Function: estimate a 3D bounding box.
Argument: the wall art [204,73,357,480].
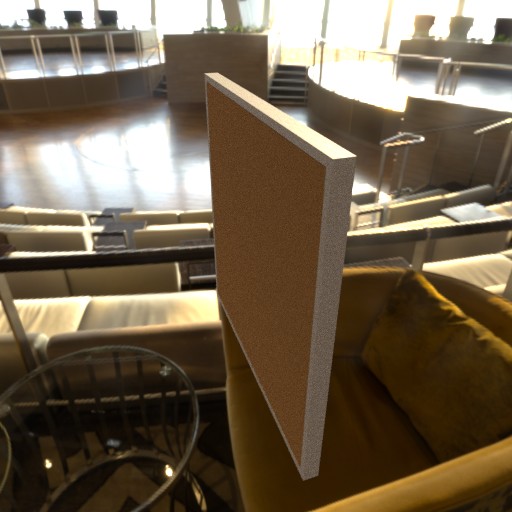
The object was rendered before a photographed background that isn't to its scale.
[{"bbox_3d":[0.000,0.000,1.132,0.038,0.762,0.762,-10,33,-16],"label":"wall art"}]
